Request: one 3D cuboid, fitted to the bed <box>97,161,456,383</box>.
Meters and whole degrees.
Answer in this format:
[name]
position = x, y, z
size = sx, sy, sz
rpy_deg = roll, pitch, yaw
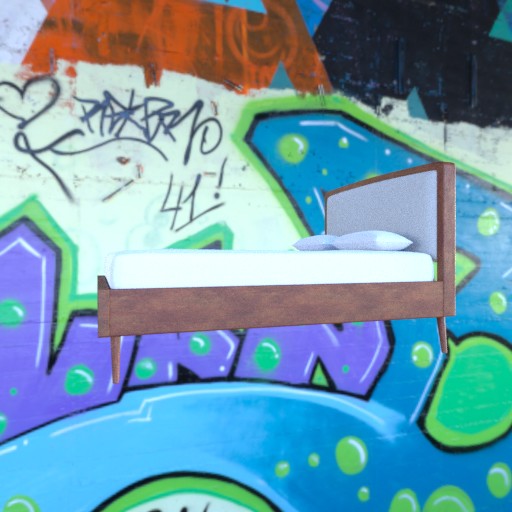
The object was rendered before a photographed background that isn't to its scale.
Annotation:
[bed]
position = 0.000, 0.000, 3.262
size = 2.196, 1.275, 1.587
rpy_deg = 0, 0, -20
